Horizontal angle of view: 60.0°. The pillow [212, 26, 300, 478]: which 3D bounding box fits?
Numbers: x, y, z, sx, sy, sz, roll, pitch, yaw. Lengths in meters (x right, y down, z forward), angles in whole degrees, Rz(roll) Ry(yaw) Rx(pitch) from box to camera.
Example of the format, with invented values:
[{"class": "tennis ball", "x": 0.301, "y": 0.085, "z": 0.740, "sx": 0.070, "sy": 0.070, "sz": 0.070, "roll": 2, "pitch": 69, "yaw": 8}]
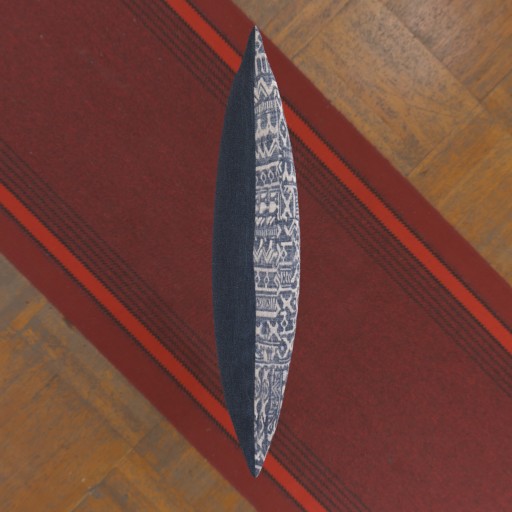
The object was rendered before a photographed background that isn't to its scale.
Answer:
[{"class": "pillow", "x": 0.000, "y": 0.000, "z": 0.737, "sx": 0.148, "sy": 0.292, "sz": 0.631, "roll": 0, "pitch": 90, "yaw": 0}]
